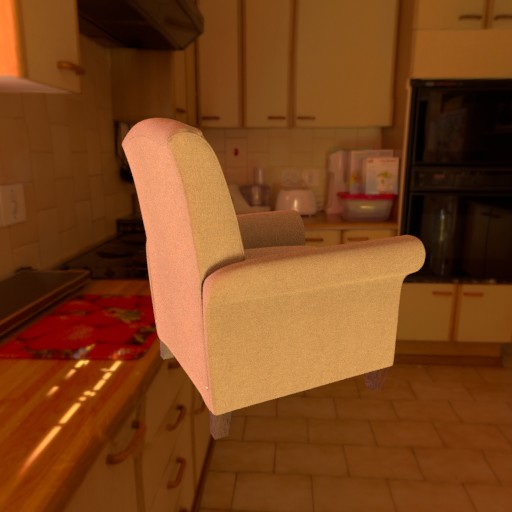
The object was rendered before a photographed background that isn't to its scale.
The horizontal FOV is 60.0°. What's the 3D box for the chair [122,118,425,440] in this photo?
[{"bbox_3d":[0.000,0.000,1.832,0.905,1.061,0.978,-7,15,-26],"label":"chair"}]
